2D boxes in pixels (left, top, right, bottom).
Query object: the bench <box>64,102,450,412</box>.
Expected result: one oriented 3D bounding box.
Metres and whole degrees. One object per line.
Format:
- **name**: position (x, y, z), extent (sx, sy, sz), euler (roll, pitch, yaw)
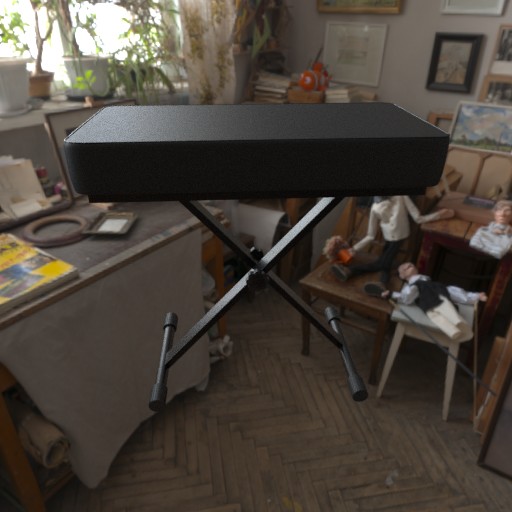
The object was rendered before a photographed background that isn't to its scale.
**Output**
- **bench**: position (0.000, 0.000, 0.930), extent (0.600, 0.561, 0.300), euler (-2, 29, -3)
